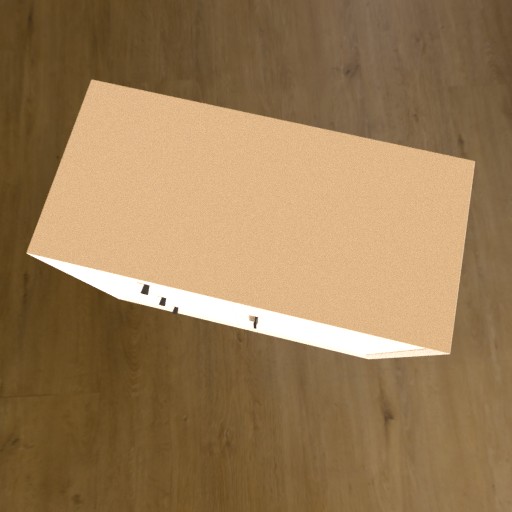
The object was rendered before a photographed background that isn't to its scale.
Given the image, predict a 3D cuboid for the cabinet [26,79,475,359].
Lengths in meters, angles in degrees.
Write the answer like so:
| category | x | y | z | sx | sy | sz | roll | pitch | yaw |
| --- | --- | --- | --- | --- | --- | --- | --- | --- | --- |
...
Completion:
| category | x | y | z | sx | sy | sz | roll | pitch | yaw |
| --- | --- | --- | --- | --- | --- | --- | --- | --- | --- |
| cabinet | 0.000 | 0.000 | 1.224 | 0.800 | 0.761 | 0.398 | 13 | 76 | 3 |
